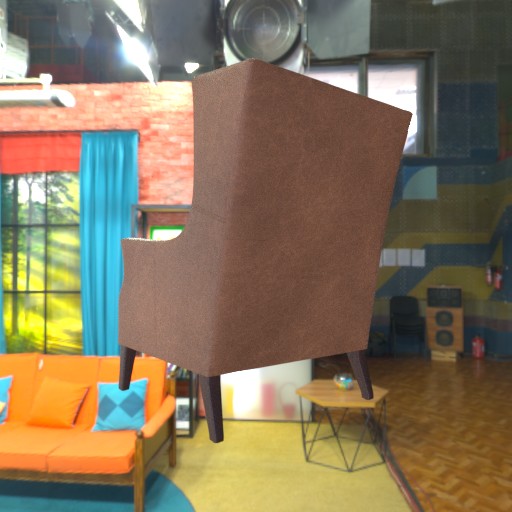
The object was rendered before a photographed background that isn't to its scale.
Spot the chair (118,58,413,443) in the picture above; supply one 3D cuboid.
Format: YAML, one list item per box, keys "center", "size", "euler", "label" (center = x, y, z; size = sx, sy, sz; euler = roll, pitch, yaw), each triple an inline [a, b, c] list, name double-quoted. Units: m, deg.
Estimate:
- center: [0.000, 0.000, 1.698]
  size: [0.815, 1.088, 0.913]
  euler: [1, -1, -37]
  label: "chair"
